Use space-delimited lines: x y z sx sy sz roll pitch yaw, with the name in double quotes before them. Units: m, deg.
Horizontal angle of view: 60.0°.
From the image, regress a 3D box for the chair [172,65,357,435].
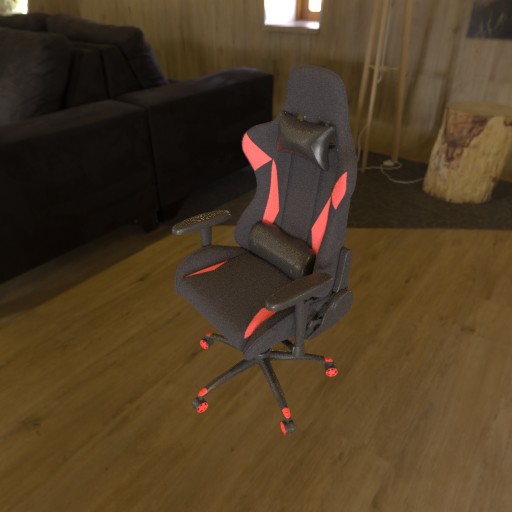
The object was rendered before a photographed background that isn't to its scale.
"chair" 0.000 0.000 1.721 0.658 1.326 0.695 -22 38 -31
